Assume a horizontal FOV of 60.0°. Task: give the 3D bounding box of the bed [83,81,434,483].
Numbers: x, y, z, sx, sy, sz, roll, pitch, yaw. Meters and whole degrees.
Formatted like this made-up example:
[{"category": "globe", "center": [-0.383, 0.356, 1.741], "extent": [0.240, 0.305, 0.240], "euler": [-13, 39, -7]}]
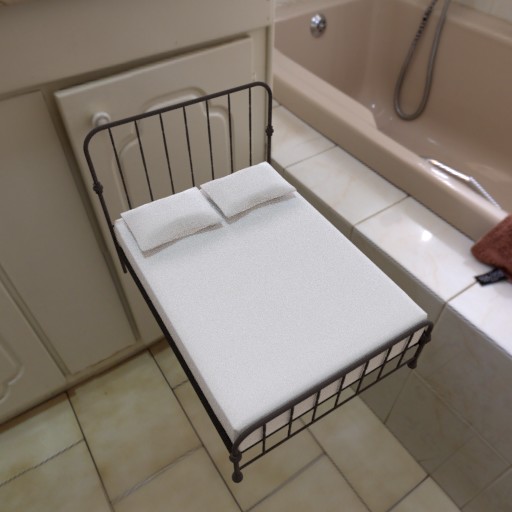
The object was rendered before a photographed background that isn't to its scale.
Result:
[{"category": "bed", "center": [0.000, 0.000, 3.201], "extent": [1.616, 1.446, 2.134], "euler": [-24, 51, -21]}]
